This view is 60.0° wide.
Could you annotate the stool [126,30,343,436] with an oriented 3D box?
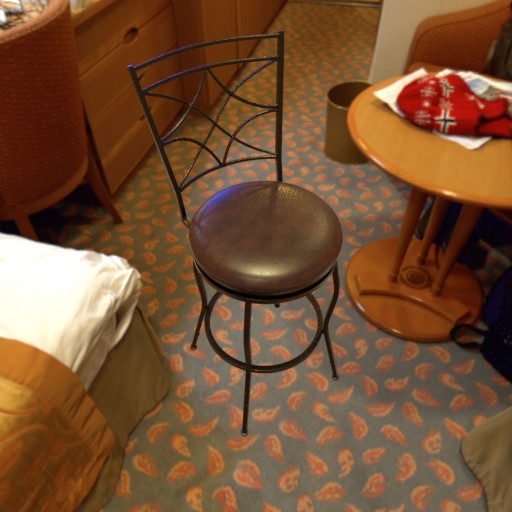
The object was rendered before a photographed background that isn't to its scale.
[{"bbox_3d":[0.000,0.000,1.374,0.434,1.117,0.534,-24,51,-21],"label":"stool"}]
